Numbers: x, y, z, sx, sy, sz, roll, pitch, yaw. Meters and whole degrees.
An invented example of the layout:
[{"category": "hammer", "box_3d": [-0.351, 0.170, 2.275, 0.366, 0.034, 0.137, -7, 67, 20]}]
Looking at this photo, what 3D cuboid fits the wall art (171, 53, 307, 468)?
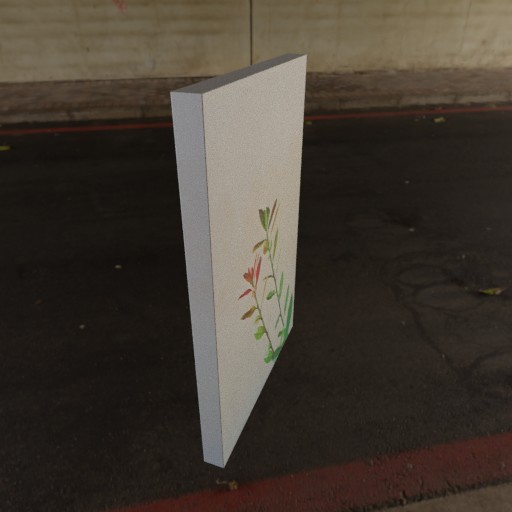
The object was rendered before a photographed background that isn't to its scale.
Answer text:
[{"category": "wall art", "box_3d": [0.000, 0.000, 0.777, 0.038, 0.611, 0.408, 11, 32, 18]}]
